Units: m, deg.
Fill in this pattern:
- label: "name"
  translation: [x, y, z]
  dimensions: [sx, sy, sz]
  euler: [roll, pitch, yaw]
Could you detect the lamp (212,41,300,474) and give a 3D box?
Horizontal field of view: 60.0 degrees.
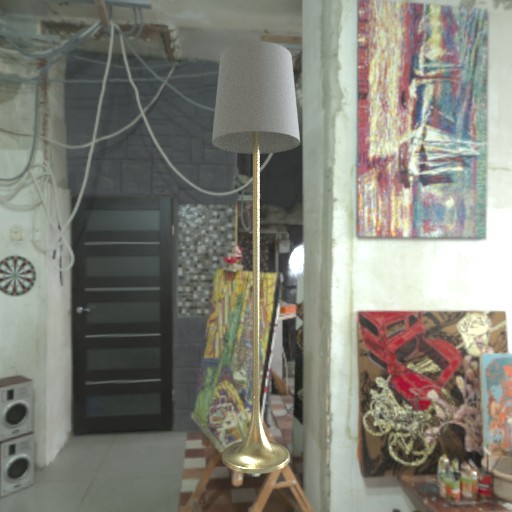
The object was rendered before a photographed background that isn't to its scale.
- label: "lamp"
  translation: [0.000, 0.000, 1.703]
  dimensions: [0.337, 1.543, 0.337]
  euler: [0, 0, 0]
